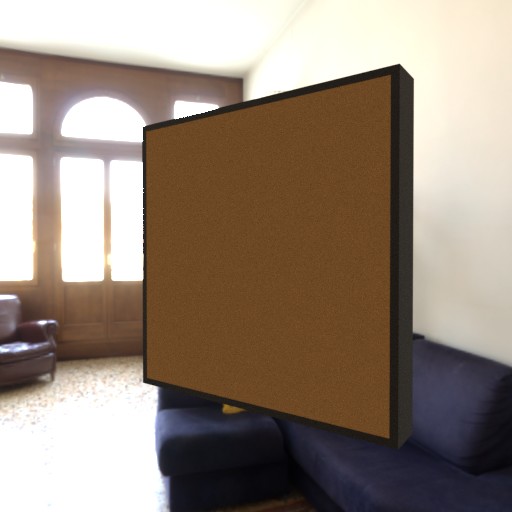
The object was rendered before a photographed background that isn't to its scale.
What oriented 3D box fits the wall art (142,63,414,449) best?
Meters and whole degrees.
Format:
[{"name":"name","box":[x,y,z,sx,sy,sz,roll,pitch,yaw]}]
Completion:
[{"name":"wall art","box":[0.000,0.000,0.453,0.304,0.304,0.038,1,1,36]}]
